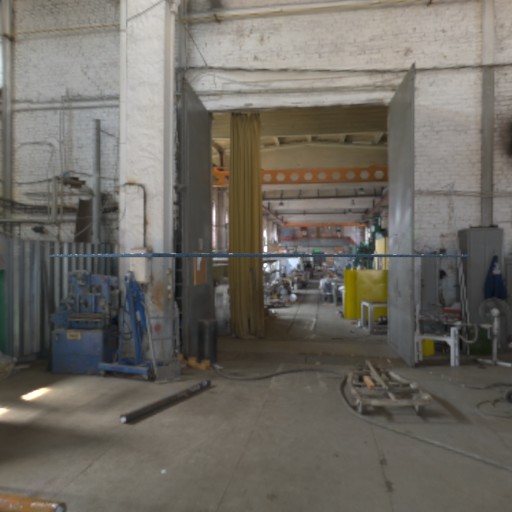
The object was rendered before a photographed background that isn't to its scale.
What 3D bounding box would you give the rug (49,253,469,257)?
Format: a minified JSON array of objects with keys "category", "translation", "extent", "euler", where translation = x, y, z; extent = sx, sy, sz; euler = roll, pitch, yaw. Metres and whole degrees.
[{"category":"rug","translation":[0.000,0.000,3.863],"extent":[2.881,0.020,2.270],"euler":[0,0,-36]}]
